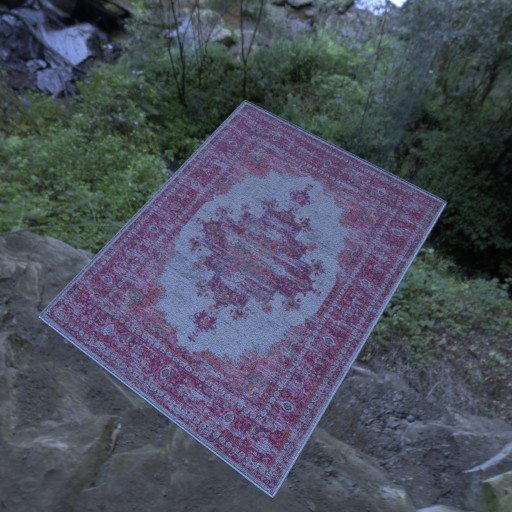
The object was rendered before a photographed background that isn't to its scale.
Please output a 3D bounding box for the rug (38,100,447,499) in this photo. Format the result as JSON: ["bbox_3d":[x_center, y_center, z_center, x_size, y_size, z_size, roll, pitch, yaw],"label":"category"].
[{"bbox_3d":[0.000,0.000,4.100,2.447,0.017,3.123,31,67,15],"label":"rug"}]
